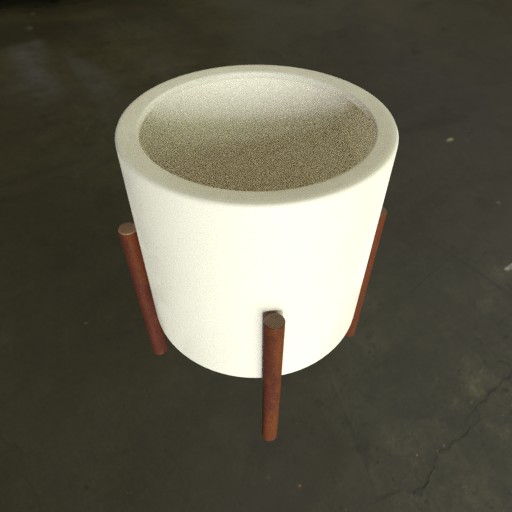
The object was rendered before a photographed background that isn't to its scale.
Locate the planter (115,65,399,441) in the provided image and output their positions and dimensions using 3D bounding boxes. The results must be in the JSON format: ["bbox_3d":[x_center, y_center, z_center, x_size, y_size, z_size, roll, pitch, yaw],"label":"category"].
[{"bbox_3d":[0.000,0.000,0.872,0.420,0.581,0.421,32,53,28],"label":"planter"}]
